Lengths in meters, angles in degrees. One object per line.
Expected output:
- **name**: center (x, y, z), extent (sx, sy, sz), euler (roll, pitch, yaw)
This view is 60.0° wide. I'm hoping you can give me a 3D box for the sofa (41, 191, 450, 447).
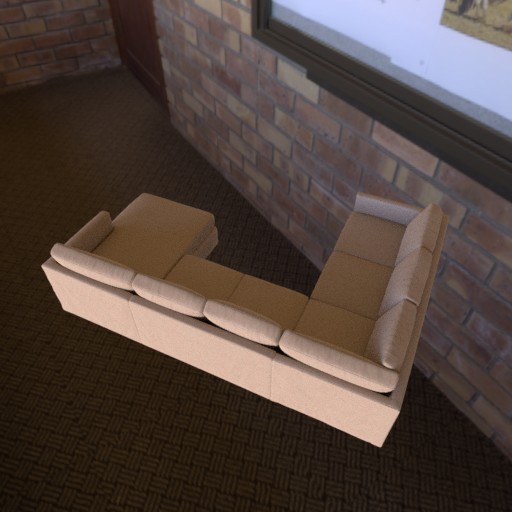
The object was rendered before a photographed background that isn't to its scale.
- **sofa**: center (0.000, 0.000, 4.665), extent (3.460, 0.882, 2.427), euler (19, 49, 17)
